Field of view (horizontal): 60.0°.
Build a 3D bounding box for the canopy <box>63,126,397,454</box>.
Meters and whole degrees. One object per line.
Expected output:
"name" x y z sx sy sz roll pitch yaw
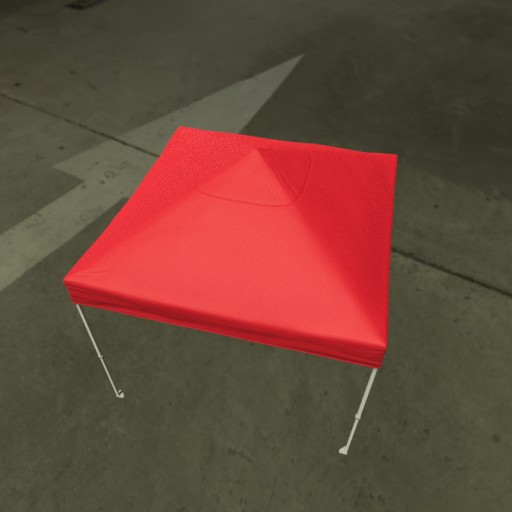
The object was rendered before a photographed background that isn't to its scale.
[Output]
"canopy" 0.000 0.000 5.420 2.998 2.997 2.996 10 46 10
